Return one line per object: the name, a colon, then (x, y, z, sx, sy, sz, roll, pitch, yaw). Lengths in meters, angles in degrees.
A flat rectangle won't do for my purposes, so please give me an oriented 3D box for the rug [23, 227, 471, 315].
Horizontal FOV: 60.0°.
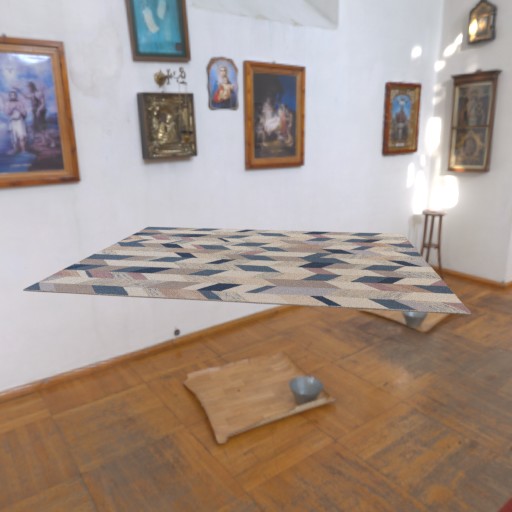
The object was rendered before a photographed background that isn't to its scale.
rug: (0.000, 0.000, 4.147, 3.072, 0.011, 2.451, 2, 15, 8)
